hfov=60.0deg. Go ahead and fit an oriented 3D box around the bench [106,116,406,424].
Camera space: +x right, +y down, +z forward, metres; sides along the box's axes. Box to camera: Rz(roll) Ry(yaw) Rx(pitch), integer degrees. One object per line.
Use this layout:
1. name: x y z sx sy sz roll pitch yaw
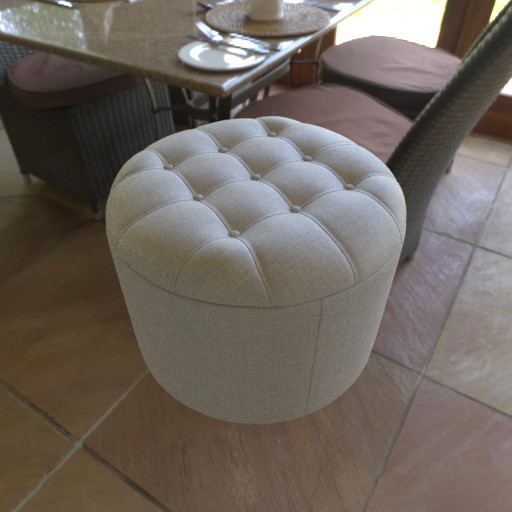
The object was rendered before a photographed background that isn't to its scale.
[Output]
1. bench: 0.000 0.000 1.008 0.600 0.453 0.600 0 42 0
